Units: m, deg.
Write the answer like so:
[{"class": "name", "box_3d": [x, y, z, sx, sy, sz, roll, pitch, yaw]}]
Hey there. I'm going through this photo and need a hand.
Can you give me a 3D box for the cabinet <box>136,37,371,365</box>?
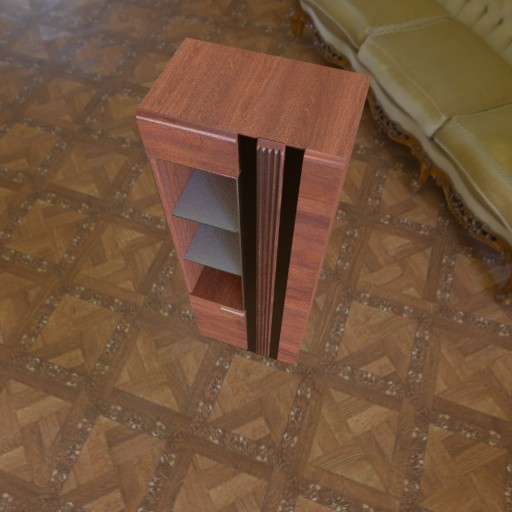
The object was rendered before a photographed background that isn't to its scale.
[{"class": "cabinet", "box_3d": [0.000, 0.000, 2.254, 0.660, 1.980, 0.420, 16, 60, 9]}]
